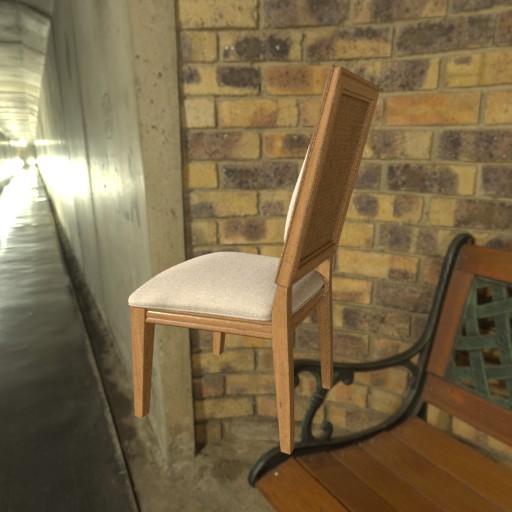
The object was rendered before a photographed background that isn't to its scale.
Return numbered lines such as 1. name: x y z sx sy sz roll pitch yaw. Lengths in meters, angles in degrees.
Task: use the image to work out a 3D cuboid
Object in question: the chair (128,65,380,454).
1. chair: 0.000 0.000 1.353 0.601 0.988 0.536 7 16 25
